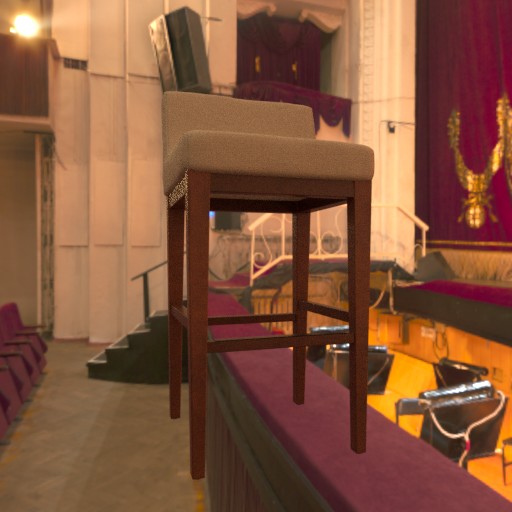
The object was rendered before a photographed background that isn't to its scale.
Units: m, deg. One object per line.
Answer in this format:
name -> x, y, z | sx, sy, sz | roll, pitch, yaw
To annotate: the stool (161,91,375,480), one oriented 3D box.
stool -> 0.000, 0.000, 1.301 | 0.511, 1.037, 0.500 | 0, 0, -18
